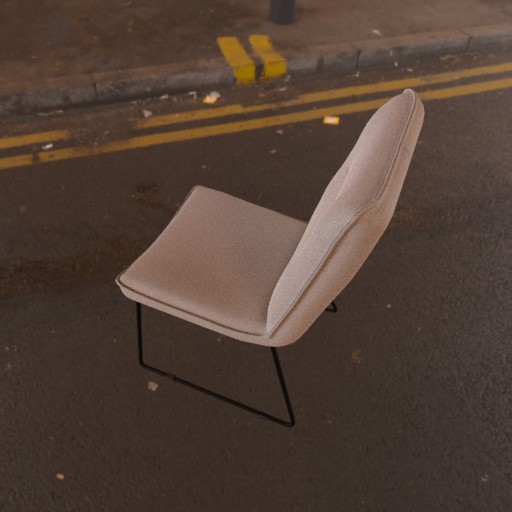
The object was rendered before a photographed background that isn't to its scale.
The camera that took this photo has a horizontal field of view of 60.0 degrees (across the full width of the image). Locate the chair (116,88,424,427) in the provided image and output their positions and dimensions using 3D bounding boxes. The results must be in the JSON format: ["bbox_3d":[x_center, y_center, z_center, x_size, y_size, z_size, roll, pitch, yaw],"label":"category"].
[{"bbox_3d":[0.000,0.000,1.307,0.688,0.930,0.515,17,49,16],"label":"chair"}]
